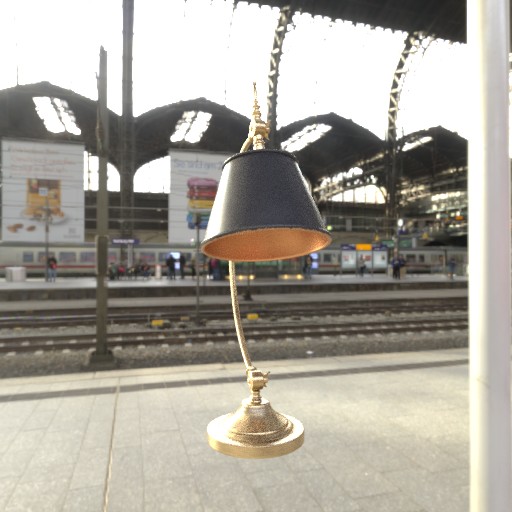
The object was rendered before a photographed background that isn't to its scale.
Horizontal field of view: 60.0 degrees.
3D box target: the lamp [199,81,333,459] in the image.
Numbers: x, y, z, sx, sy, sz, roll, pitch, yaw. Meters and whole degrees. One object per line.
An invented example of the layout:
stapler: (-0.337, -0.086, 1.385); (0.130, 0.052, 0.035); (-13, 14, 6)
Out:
lamp: (0.000, 0.000, 0.841); (0.235, 0.675, 0.344); (0, -1, -18)
